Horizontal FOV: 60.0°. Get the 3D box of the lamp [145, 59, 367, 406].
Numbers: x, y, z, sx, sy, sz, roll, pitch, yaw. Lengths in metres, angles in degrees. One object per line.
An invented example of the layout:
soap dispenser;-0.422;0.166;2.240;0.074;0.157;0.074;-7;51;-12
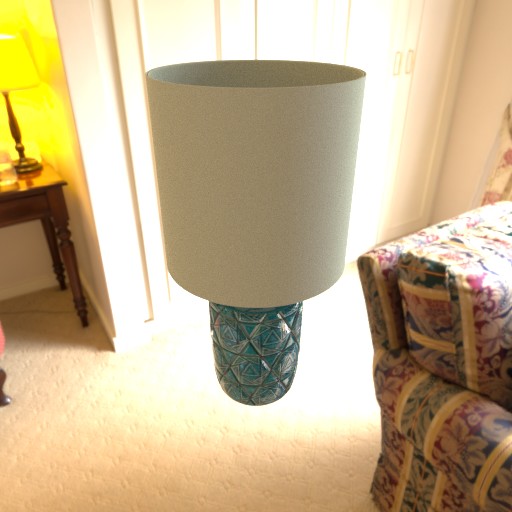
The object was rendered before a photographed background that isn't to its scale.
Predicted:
lamp;0.000;0.000;0.486;0.193;0.377;0.193;10;31;17
